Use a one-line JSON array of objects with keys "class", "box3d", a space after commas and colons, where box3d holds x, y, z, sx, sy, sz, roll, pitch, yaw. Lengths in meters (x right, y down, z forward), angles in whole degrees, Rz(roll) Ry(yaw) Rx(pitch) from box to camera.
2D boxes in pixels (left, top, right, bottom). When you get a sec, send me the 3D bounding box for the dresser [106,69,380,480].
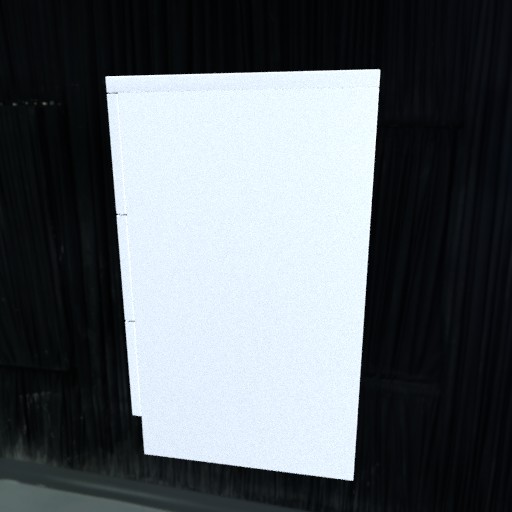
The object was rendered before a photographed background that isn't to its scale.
[{"class": "dresser", "box3d": [0.000, 0.000, 0.798, 0.360, 0.560, 0.400, 3, 15, 10]}]
